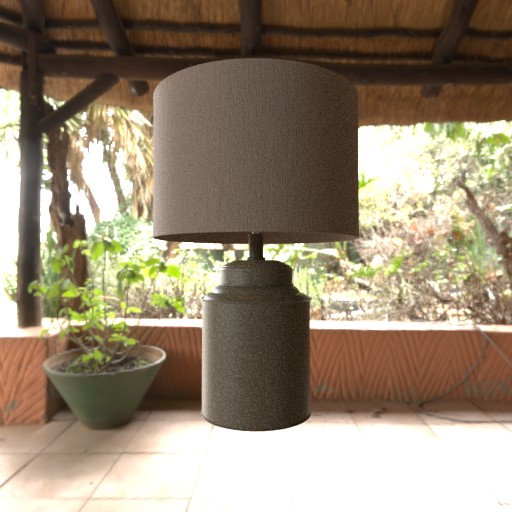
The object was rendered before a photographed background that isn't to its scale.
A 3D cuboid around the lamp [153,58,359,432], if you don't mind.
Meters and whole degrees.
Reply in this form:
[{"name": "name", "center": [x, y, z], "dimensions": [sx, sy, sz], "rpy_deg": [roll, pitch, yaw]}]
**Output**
[{"name": "lamp", "center": [0.000, 0.000, 0.699], "dimensions": [0.318, 0.486, 0.318], "rpy_deg": [0, -1, 0]}]
